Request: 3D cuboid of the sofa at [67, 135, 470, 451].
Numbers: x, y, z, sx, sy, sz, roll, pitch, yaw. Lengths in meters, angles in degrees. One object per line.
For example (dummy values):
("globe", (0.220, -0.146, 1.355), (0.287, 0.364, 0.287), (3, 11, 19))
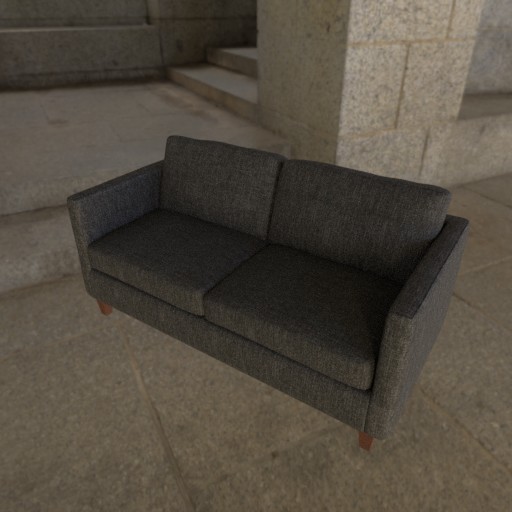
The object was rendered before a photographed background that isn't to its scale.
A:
("sofa", (0.000, 0.000, 2.371), (1.884, 0.963, 0.950), (19, 36, 28))
